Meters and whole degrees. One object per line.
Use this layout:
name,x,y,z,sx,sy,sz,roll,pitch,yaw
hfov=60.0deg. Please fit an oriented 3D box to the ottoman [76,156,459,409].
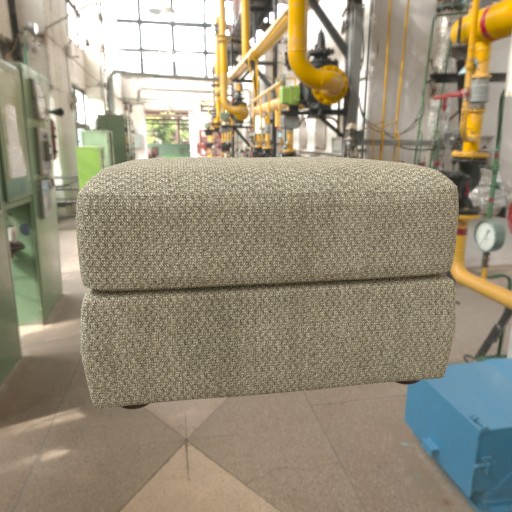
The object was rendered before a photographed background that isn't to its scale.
ottoman,0.000,0.000,1.100,0.751,0.476,0.603,-2,14,-9
